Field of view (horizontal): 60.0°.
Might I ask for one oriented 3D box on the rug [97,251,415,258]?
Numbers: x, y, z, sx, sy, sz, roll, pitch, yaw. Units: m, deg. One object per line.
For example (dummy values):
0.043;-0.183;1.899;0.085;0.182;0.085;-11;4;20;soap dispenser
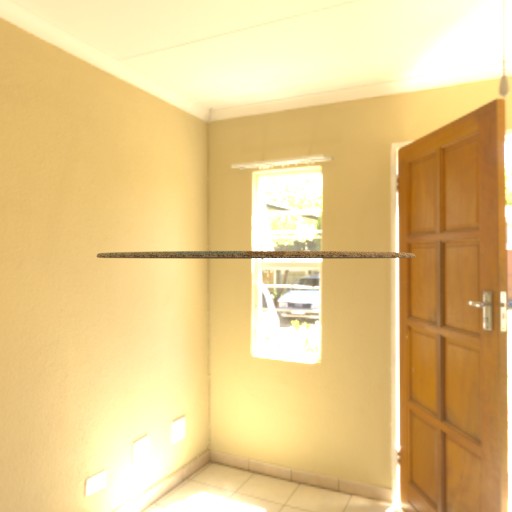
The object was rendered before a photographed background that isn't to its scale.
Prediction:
0.000;0.000;3.630;2.461;0.033;2.461;0;-1;0;rug
